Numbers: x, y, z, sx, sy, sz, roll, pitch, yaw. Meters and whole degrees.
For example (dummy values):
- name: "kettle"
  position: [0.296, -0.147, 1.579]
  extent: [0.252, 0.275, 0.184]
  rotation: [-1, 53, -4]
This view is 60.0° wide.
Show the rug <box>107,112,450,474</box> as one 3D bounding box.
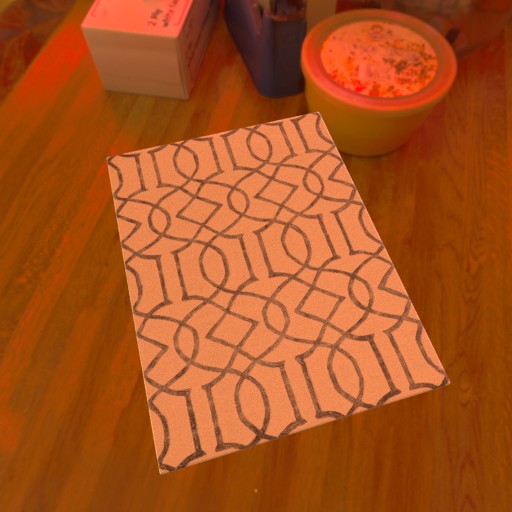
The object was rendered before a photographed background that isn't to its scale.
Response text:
- name: "rug"
  position: [0.000, 0.000, 3.841]
  extent: [2.211, 0.021, 2.910]
  rotation: [-14, 63, -7]
